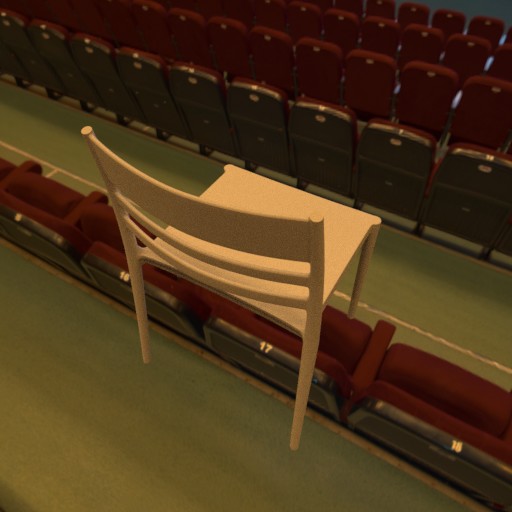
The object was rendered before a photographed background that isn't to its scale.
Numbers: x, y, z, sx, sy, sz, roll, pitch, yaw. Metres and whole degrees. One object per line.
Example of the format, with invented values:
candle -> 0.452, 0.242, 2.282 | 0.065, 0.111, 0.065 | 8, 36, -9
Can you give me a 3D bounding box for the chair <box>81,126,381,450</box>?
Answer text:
chair -> 0.000, 0.000, 1.122 | 0.531, 0.800, 0.511 | 23, 51, 20
